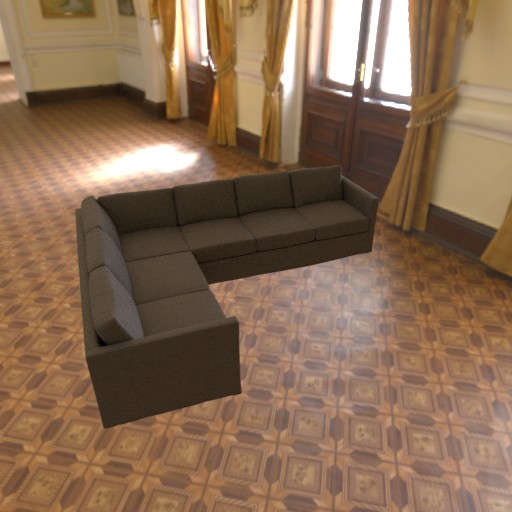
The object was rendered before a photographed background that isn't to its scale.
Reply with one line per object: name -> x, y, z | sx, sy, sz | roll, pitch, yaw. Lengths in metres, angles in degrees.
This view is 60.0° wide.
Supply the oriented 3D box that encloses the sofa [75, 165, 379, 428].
sofa -> 0.000, 0.000, 4.314 | 3.182, 0.871, 2.432 | -11, 32, -18
